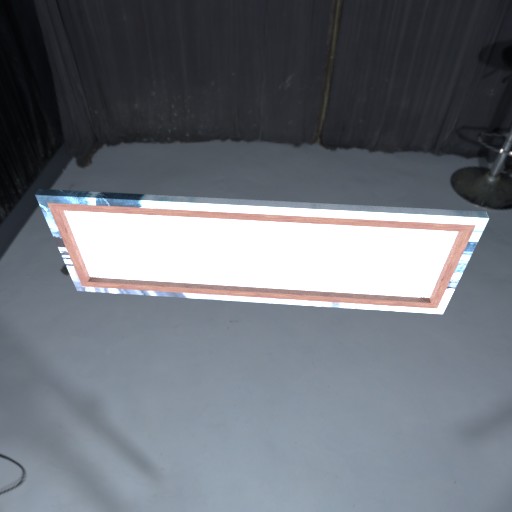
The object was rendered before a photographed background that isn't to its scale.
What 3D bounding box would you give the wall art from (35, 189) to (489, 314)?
[{"bbox_3d":[0.000,0.000,1.676,1.524,0.509,0.037,3,45,3],"label":"wall art"}]
